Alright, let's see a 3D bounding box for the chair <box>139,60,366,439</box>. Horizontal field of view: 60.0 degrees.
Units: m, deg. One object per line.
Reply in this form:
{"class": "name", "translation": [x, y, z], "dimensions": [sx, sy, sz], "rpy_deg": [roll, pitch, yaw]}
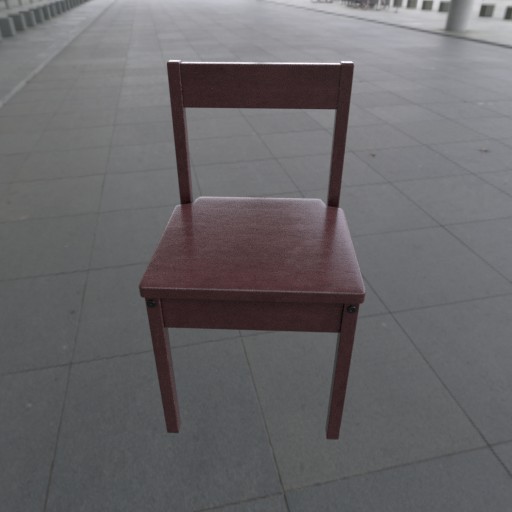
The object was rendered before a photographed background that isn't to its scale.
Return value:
{"class": "chair", "translation": [0.000, 0.000, 0.882], "dimensions": [0.367, 0.668, 0.361], "rpy_deg": [1, 32, 2]}
